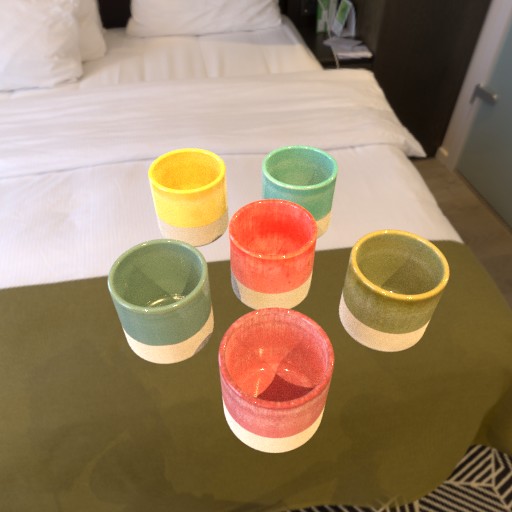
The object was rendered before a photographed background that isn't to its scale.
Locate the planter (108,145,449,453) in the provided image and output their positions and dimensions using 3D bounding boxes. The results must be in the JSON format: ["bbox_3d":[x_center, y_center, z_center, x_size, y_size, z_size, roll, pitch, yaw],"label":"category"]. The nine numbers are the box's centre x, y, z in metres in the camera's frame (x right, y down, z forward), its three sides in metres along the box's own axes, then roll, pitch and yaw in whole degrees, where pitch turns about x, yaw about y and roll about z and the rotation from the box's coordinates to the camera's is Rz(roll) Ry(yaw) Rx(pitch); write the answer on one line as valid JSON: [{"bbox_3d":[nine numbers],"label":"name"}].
[{"bbox_3d":[0.000,0.000,0.400,0.257,0.075,0.286,-33,54,-28],"label":"planter"}]
